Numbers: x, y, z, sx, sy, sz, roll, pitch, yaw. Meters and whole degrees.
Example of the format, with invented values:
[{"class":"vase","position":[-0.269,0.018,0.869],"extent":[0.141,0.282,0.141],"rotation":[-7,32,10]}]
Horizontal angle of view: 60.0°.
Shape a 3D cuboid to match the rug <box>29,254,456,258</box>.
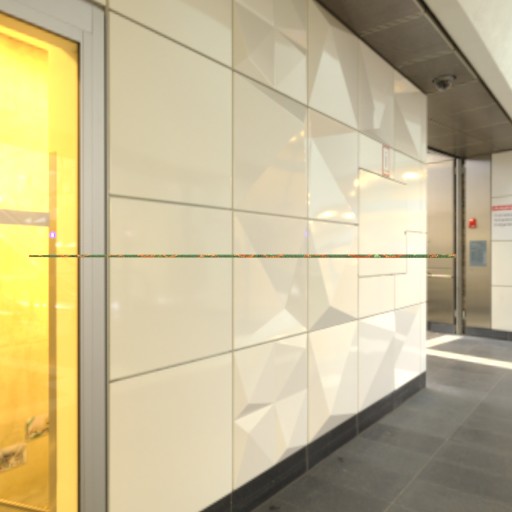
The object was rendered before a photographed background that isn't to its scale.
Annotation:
[{"class":"rug","position":[0.000,0.000,2.931],"extent":[2.290,0.016,1.527],"rotation":[0,0,19]}]
